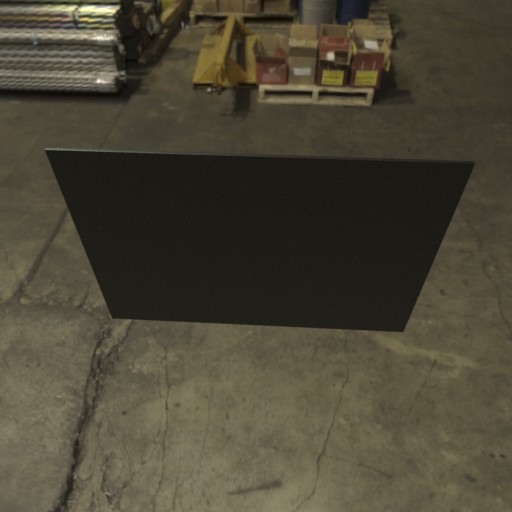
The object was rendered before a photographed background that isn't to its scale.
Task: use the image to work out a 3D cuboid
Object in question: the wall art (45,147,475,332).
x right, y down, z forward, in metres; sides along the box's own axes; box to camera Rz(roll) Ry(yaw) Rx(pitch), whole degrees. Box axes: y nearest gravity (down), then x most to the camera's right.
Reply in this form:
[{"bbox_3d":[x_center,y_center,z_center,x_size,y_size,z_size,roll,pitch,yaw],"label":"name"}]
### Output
[{"bbox_3d":[0.000,0.000,1.521,1.192,0.811,0.013,2,46,2],"label":"wall art"}]
